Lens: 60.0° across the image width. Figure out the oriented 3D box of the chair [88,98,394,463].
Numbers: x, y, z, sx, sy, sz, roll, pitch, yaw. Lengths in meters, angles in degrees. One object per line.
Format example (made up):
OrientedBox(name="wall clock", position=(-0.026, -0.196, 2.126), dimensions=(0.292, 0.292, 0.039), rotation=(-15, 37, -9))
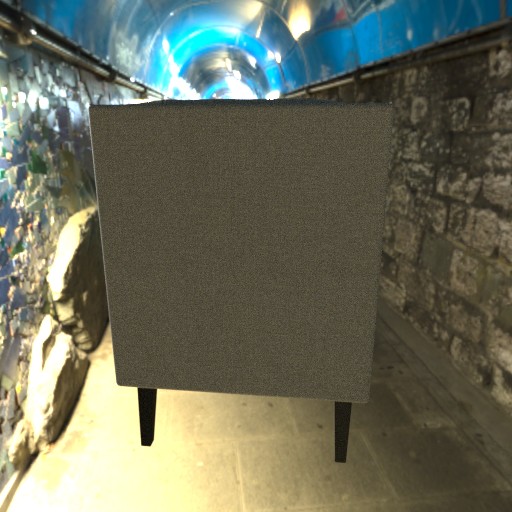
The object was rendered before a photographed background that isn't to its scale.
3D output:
OrientedBox(name="chair", position=(0.000, 0.000, 1.380), dimensions=(0.658, 0.891, 0.772), rotation=(2, 17, 6))
